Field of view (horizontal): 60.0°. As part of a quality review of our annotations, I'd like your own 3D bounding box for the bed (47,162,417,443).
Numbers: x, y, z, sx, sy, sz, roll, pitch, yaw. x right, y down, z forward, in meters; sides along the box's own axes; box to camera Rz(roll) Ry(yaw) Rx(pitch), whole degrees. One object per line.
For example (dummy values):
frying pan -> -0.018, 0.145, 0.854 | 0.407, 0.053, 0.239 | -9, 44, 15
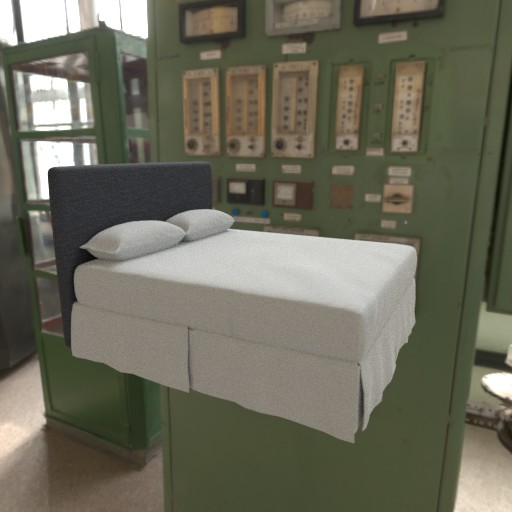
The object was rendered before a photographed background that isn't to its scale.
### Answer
bed -> 0.000, 0.000, 3.286 | 2.142, 1.330, 1.884 | 7, 15, 27
